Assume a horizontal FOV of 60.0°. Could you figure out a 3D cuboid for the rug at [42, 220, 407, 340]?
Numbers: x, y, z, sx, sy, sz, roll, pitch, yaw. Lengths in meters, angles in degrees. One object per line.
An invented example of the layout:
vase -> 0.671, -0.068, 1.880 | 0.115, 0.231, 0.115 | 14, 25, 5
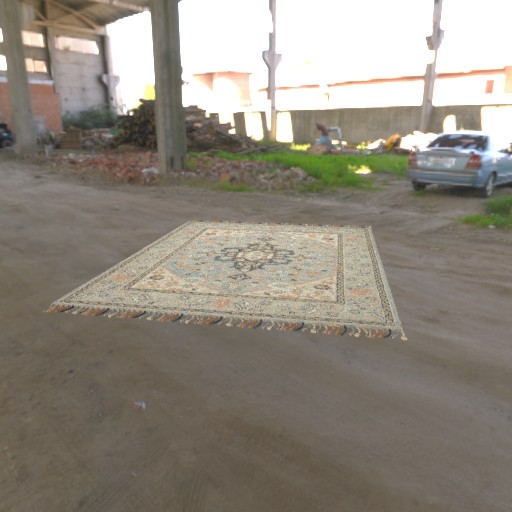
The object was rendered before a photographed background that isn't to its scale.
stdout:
rug -> 0.000, 0.000, 2.309 | 1.278, 0.009, 1.730 | 3, 16, 10
